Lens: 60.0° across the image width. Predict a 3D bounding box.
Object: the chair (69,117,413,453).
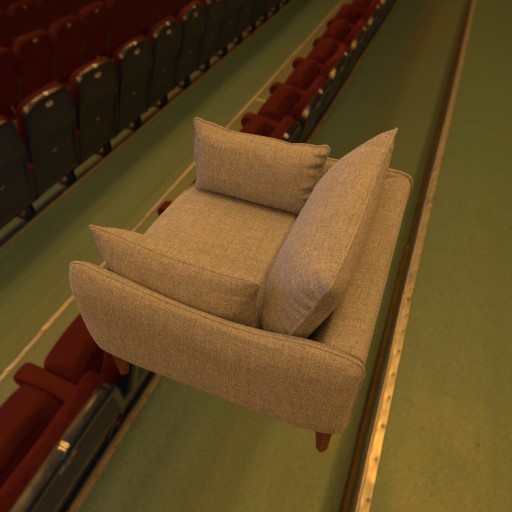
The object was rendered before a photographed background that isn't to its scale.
[{"bbox_3d":[0.000,0.000,1.688,0.976,0.839,0.993,16,48,15],"label":"chair"}]
